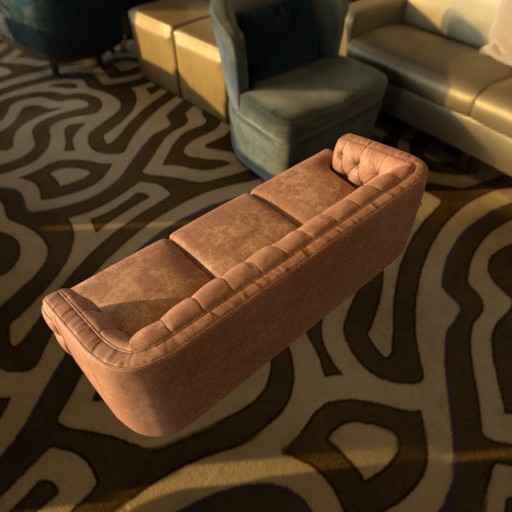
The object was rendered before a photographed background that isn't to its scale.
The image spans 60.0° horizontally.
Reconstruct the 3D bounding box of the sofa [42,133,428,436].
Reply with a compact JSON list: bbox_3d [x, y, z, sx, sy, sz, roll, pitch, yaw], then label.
[{"bbox_3d":[0.000,0.000,2.629,2.257,0.791,0.922,-33,54,-27],"label":"sofa"}]
